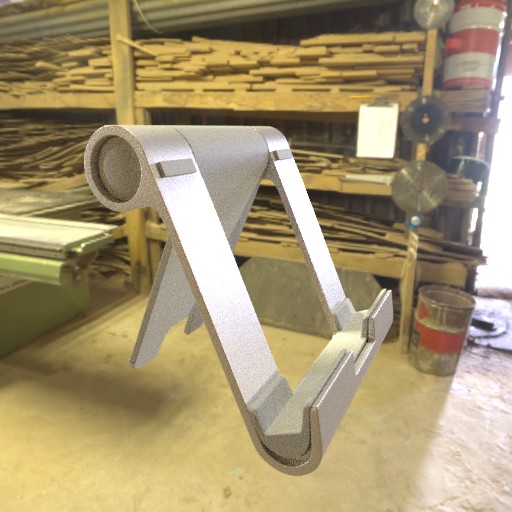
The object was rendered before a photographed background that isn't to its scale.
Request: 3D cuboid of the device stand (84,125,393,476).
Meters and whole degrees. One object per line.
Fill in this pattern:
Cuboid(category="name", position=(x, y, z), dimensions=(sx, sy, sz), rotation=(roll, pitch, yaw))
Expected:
Cuboid(category="device stand", position=(0.000, 0.000, 0.148), dimensions=(0.079, 0.084, 0.086), rotation=(8, 18, 26))
